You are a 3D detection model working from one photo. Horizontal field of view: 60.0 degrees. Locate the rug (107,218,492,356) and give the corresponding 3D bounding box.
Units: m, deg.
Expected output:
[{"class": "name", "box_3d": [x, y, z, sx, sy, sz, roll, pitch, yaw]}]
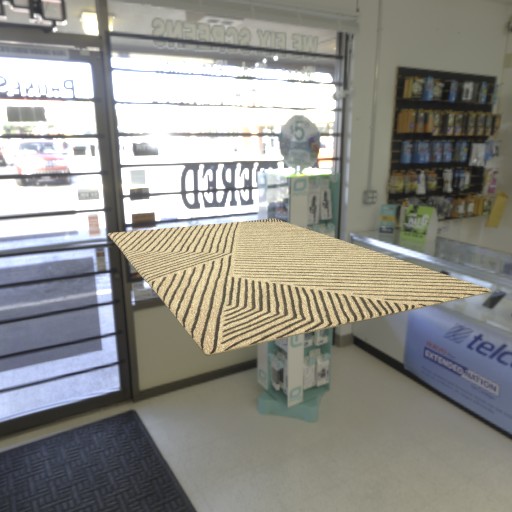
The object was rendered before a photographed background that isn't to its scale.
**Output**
[{"class": "rug", "box_3d": [0.000, 0.000, 2.331, 1.237, 0.019, 1.842, -7, 17, -25]}]
